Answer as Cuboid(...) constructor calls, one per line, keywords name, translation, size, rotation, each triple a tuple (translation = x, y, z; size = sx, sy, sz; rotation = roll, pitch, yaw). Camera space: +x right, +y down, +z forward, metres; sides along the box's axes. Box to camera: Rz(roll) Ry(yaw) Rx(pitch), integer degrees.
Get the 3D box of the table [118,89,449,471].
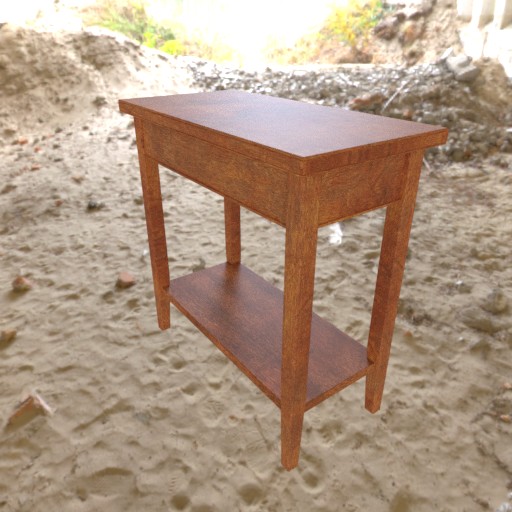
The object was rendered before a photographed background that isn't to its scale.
Cuboid(name="table", translation=(0.000, 0.000, 0.970), size=(0.305, 0.610, 0.610), rotation=(-18, 32, -32))
